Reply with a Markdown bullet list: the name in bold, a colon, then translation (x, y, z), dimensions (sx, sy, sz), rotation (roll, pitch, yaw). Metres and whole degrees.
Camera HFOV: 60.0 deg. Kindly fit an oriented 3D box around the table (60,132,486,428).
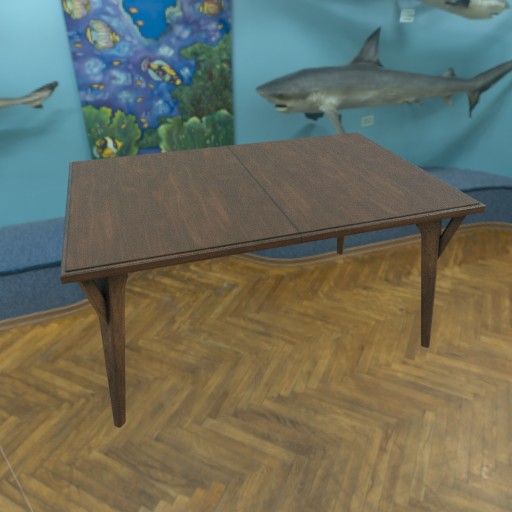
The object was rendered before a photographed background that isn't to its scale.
- **table**: translation (0.000, 0.000, 2.088), dimensions (1.524, 0.761, 0.990), rotation (-10, 34, -15)
